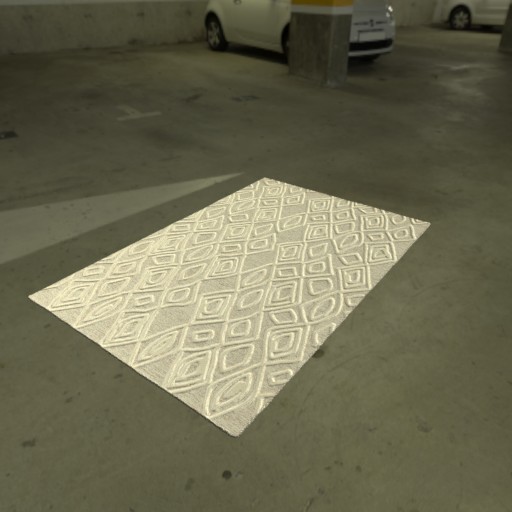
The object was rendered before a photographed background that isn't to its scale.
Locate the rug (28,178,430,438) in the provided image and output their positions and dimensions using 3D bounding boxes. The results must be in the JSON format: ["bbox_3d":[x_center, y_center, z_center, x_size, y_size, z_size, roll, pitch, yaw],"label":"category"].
[{"bbox_3d":[0.000,0.000,2.318,1.224,0.016,1.832,21,37,31],"label":"rug"}]
